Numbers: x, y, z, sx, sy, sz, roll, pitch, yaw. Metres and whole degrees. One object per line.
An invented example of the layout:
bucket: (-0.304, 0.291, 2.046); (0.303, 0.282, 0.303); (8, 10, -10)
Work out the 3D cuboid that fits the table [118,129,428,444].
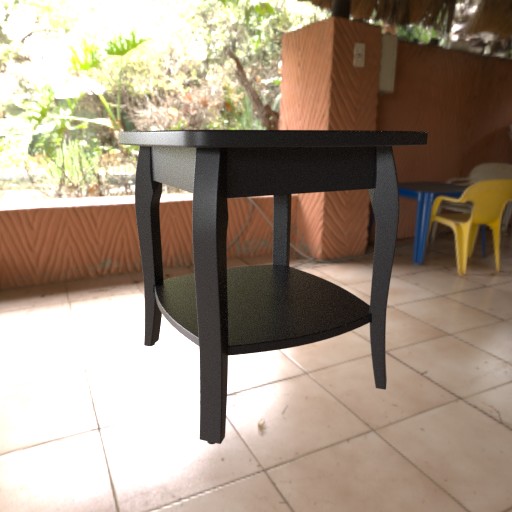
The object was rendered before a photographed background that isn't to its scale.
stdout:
table: (0.000, 0.000, 0.849); (0.457, 0.457, 0.508); (-8, 17, -26)
